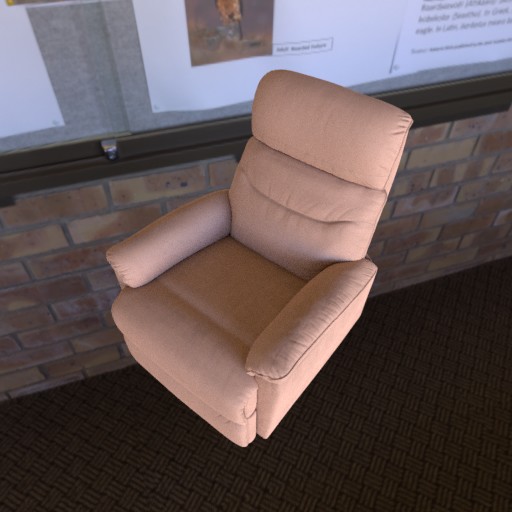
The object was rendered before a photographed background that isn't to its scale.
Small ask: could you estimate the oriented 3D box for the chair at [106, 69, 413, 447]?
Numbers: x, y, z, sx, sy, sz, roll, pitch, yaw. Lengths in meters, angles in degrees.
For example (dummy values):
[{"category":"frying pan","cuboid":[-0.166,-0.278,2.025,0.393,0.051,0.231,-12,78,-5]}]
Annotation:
[{"category":"chair","cuboid":[0.000,0.000,1.692,0.820,1.037,1.004,30,53,26]}]
